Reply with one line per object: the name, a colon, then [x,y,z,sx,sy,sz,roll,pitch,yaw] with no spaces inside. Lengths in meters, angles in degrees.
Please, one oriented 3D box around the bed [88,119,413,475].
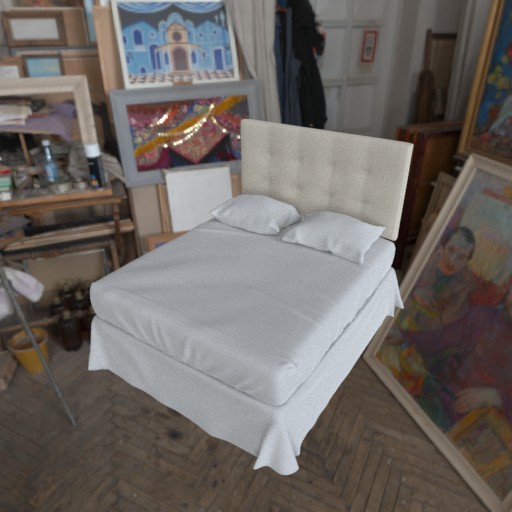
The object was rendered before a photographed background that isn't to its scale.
bed: [0.000,0.000,3.500,1.936,1.577,2.222,18,34,29]
